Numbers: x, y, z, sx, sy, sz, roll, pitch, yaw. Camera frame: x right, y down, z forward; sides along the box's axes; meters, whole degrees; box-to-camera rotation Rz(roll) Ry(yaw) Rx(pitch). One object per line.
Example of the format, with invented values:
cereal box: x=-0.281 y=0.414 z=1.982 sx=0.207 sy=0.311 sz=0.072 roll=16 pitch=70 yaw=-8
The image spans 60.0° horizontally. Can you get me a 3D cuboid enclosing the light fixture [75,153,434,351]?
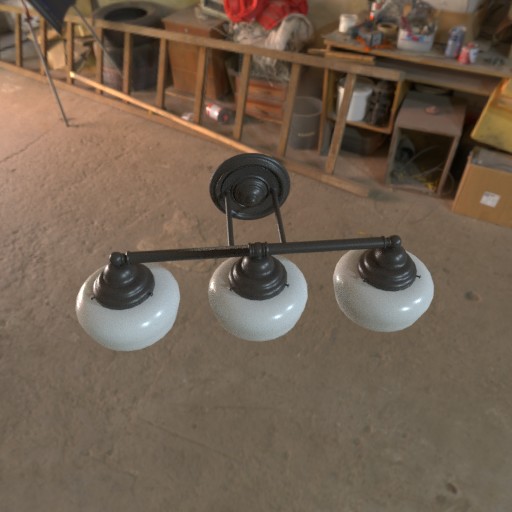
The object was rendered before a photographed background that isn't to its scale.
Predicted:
light fixture: x=0.000 y=0.000 z=0.730 sx=0.587 sy=0.242 sz=0.239 roll=-4 pitch=45 yaw=-4
